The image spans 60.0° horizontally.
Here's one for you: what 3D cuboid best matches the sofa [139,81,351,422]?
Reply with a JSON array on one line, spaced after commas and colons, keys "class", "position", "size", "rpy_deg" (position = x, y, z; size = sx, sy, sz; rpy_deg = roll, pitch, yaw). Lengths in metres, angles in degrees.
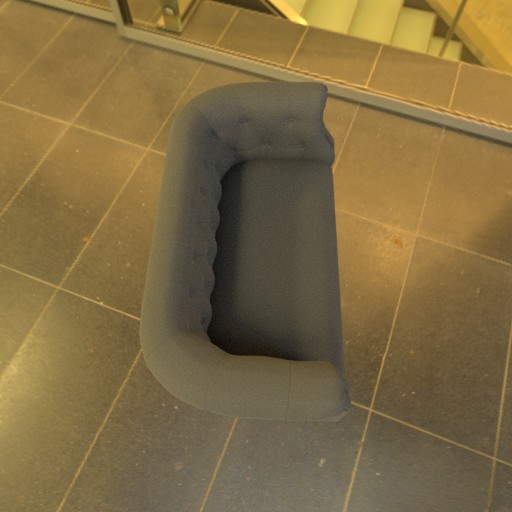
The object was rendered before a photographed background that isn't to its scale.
[{"class": "sofa", "position": [0.000, 0.000, 2.125], "size": [0.835, 0.827, 1.558], "rpy_deg": [2, 63, 1]}]
